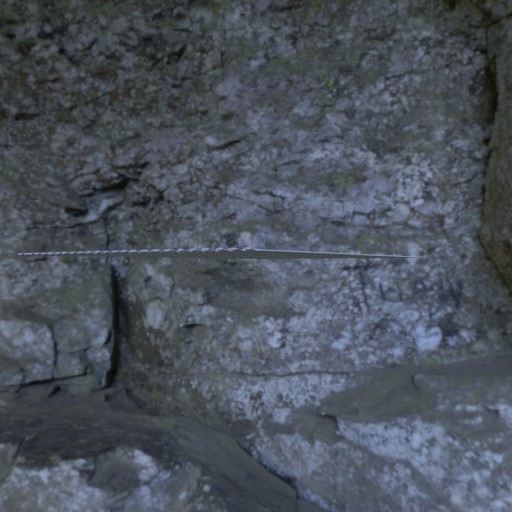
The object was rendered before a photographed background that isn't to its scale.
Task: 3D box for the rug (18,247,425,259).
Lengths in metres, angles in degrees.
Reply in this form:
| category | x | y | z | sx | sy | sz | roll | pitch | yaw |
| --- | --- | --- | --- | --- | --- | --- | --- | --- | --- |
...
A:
| category | x | y | z | sx | sy | sz | roll | pitch | yaw |
| --- | --- | --- | --- | --- | --- | --- | --- | --- | --- |
| rug | 0.000 | 0.000 | 3.786 | 2.030 | 0.017 | 3.040 | -1 | -1 | 35 |
